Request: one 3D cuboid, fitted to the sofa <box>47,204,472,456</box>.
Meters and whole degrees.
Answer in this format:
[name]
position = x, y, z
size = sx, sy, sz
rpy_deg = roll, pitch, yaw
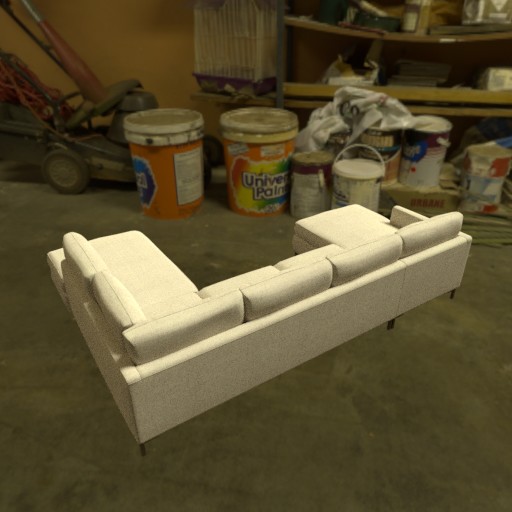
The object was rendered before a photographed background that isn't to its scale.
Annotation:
[sofa]
position = 0.000, 0.000, 3.455
size = 2.737, 0.756, 1.879
rpy_deg = -18, 34, -29
